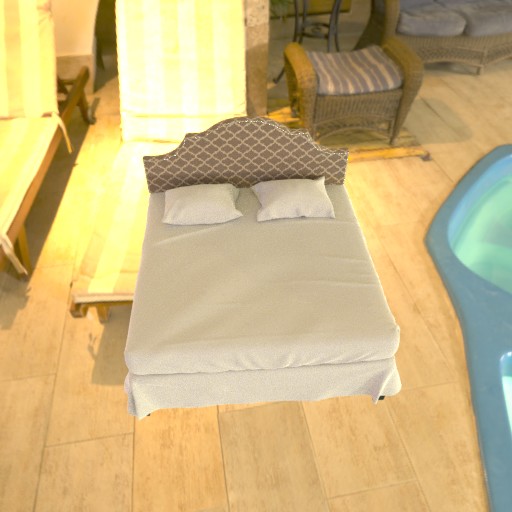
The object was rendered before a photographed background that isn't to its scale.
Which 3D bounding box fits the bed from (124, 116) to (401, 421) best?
[{"bbox_3d":[0.000,0.000,3.831,2.314,1.601,2.222,-3,45,-3],"label":"bed"}]
